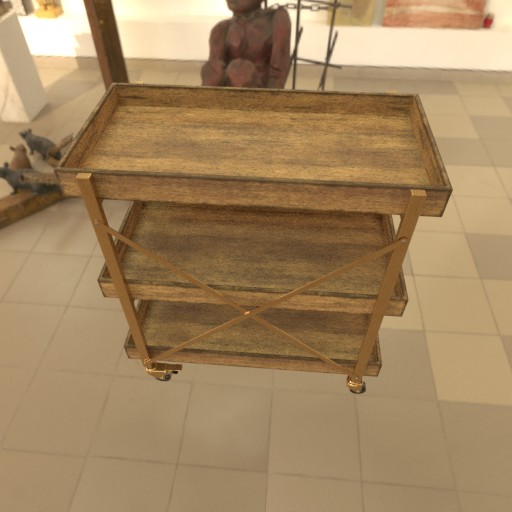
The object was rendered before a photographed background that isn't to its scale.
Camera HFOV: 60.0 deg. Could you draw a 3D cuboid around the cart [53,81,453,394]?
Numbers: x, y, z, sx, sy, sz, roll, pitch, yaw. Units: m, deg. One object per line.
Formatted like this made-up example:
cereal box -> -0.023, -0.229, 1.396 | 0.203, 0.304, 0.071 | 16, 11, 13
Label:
cart -> 0.000, 0.000, 1.242 | 0.750, 0.799, 0.416 | 3, 46, 3
